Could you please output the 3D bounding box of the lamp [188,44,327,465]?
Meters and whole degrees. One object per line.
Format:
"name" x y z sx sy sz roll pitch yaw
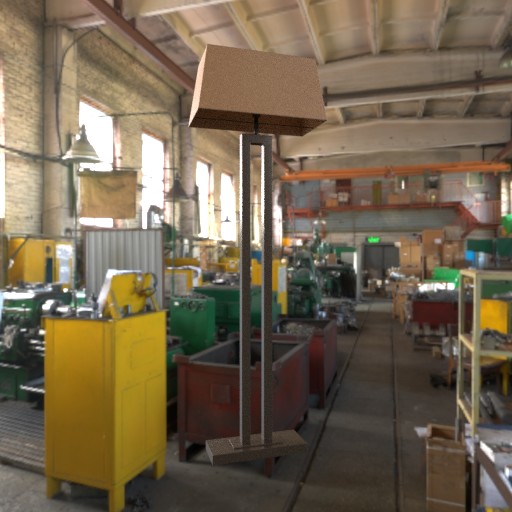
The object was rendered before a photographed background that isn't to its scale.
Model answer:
"lamp" 0.000 0.000 1.669 0.475 1.469 0.233 0 0 -17
